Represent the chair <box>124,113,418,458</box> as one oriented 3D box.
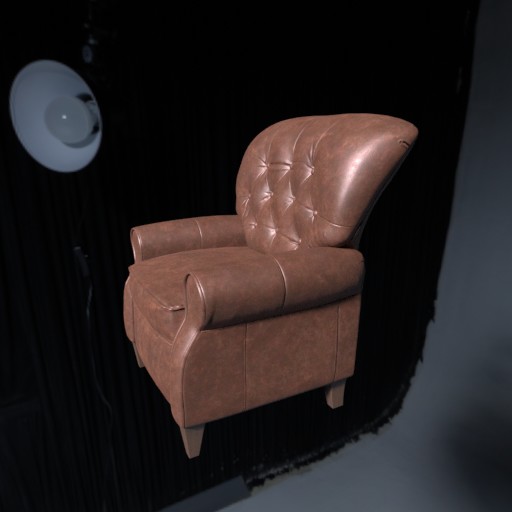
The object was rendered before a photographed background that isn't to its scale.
[{"bbox_3d":[0.000,0.000,1.895,1.031,1.162,0.979,-8,17,-27],"label":"chair"}]
